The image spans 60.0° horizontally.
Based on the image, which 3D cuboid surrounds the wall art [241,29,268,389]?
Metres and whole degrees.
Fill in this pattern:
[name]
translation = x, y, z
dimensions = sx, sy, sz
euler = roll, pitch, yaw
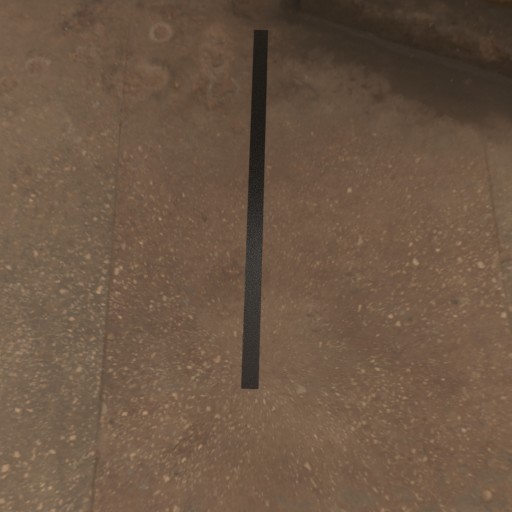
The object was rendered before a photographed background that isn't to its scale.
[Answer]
[wall art]
translation = 0.000, 0.000, 0.856
dimensions = 0.019, 0.656, 0.462
euler = 2, 76, 0
